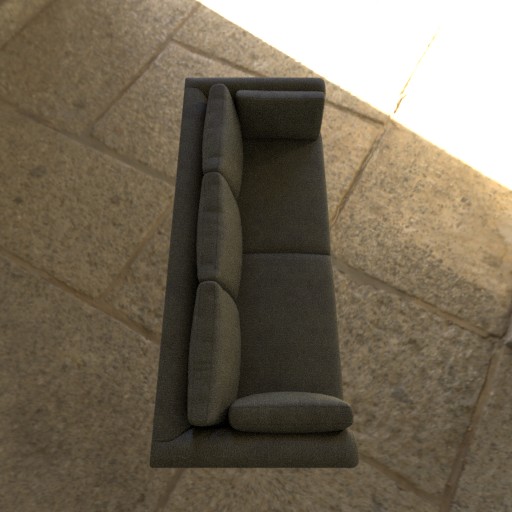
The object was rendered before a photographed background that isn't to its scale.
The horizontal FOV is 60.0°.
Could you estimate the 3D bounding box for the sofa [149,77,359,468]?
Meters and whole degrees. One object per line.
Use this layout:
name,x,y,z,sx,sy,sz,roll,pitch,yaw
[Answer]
sofa,0.000,0.000,2.800,0.969,0.867,2.415,0,65,0
